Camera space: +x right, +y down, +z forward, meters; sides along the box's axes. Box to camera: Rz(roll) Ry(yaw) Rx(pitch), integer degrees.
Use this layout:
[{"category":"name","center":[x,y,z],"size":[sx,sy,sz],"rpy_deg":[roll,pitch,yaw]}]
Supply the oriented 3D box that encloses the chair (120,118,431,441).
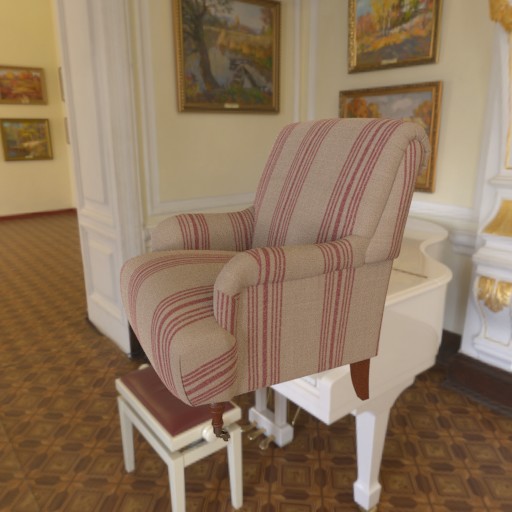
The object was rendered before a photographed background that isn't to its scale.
[{"category":"chair","center":[0.000,0.000,1.875],"size":[1.058,1.123,0.933],"rpy_deg":[-8,17,-26]}]
